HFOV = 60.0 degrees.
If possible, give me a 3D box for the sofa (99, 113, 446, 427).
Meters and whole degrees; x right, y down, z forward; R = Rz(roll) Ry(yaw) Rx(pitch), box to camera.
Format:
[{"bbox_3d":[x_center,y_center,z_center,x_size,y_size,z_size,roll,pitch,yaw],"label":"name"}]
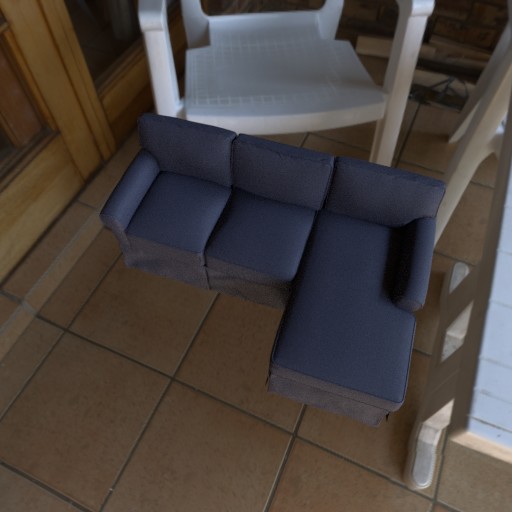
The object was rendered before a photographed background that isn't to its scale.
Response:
[{"bbox_3d":[0.000,0.000,3.374,2.518,1.039,1.637,15,59,10],"label":"sofa"}]
